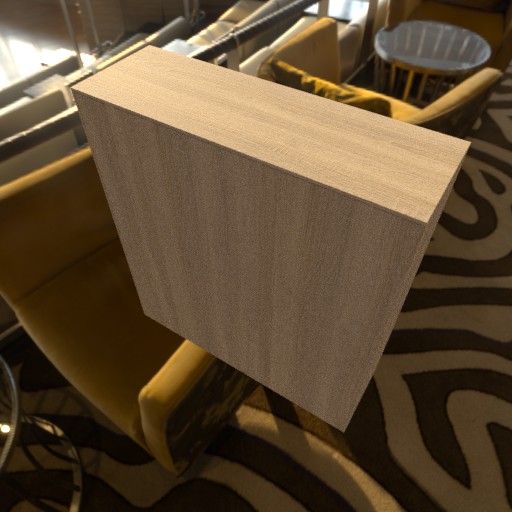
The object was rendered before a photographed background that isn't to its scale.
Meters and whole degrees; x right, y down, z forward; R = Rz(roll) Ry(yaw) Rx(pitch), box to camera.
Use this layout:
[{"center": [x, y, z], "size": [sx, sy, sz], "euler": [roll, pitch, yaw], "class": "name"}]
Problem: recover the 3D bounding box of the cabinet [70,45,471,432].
[{"center": [0.000, 0.000, 2.887], "size": [1.870, 2.060, 0.620], "euler": [25, 53, 21], "class": "cabinet"}]
